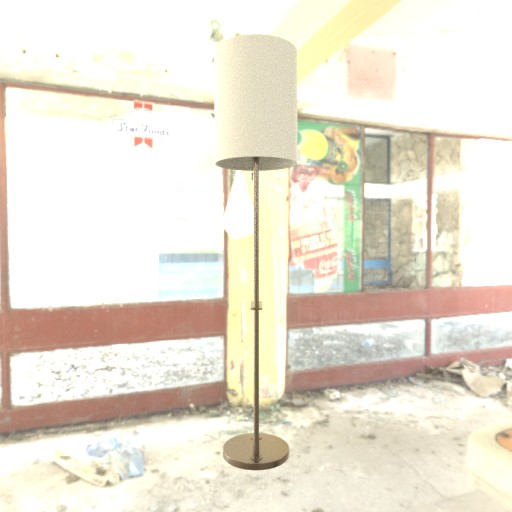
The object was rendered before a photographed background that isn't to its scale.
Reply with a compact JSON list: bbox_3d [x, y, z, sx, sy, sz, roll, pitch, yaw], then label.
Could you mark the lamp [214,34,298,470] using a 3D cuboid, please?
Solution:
[{"bbox_3d":[0.000,0.000,1.660,0.305,1.500,0.306,0,2,0],"label":"lamp"}]
